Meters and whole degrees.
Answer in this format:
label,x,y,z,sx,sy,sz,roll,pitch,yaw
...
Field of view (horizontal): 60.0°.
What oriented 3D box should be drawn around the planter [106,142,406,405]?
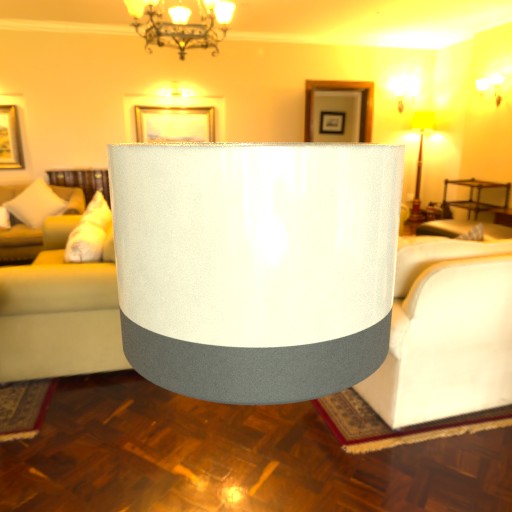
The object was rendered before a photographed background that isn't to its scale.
label,x,y,z,sx,sy,sz,roll,pitch,yaw
planter,0.000,0.000,0.213,0.128,0.105,0.128,0,15,0
